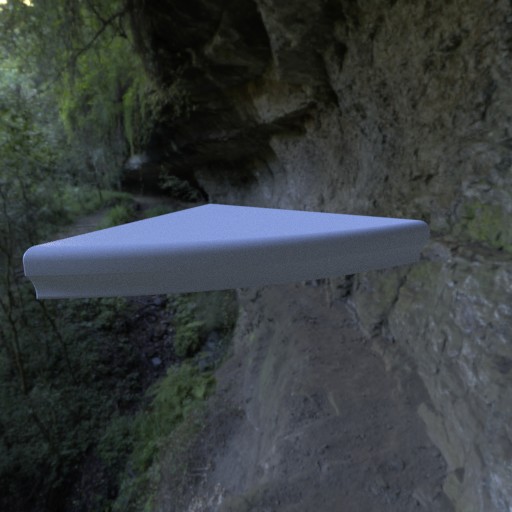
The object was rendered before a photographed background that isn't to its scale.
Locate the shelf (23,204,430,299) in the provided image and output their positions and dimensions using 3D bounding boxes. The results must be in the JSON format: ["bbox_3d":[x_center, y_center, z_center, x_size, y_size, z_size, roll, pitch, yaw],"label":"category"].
[{"bbox_3d":[0.000,0.000,0.465,0.310,0.050,0.310,7,17,26],"label":"shelf"}]
